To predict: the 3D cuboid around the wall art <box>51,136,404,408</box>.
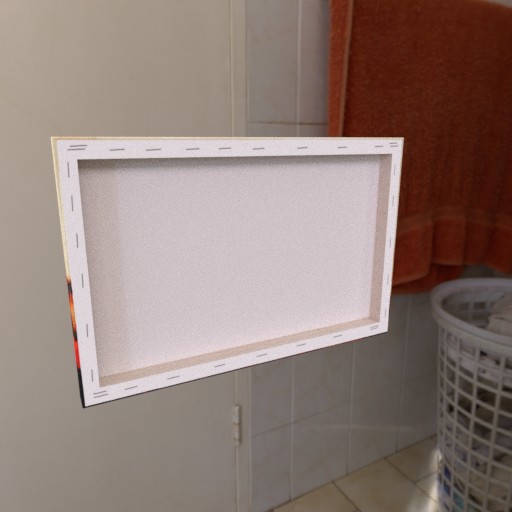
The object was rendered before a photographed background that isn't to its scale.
[{"bbox_3d":[0.000,0.000,0.777,0.613,0.402,0.040,-7,16,-26],"label":"wall art"}]
